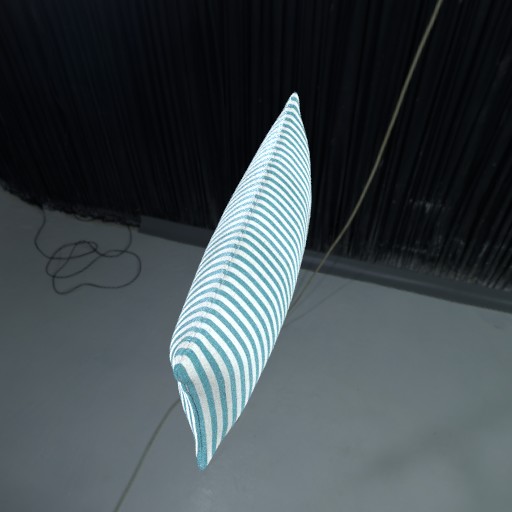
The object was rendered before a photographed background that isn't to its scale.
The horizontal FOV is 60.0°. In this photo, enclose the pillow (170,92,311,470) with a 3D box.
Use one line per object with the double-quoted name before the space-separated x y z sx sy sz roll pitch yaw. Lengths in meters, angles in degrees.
"pillow" 0.000 0.000 0.750 0.151 0.295 0.617 11 47 10
